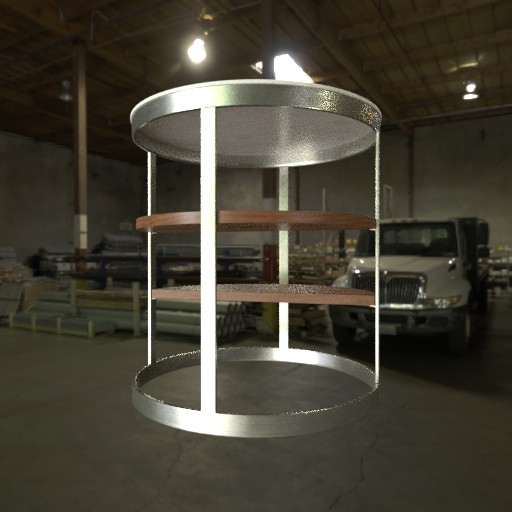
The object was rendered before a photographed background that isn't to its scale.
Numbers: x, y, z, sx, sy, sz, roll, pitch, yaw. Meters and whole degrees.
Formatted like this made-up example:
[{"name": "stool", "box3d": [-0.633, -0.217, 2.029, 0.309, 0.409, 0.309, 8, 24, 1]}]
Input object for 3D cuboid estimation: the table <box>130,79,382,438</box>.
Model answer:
[{"name": "table", "box3d": [0.000, 0.000, 0.747, 0.407, 0.447, 0.407, 0, 0, 0]}]
